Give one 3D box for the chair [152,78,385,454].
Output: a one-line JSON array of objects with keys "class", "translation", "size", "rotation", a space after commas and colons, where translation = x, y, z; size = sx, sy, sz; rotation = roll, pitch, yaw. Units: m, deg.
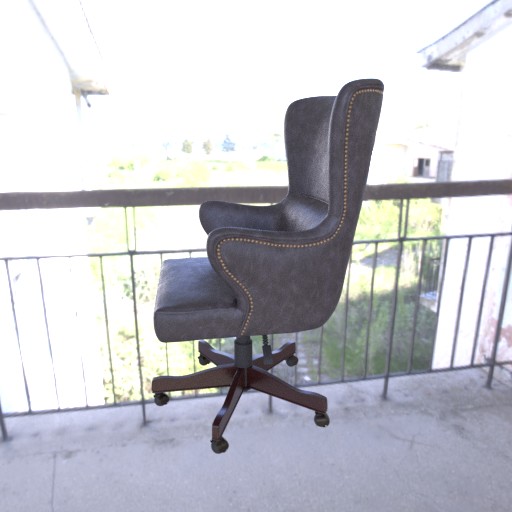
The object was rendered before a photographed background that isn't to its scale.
[{"class": "chair", "translation": [0.000, 0.000, 1.447], "size": [0.717, 1.037, 0.594], "rotation": [-2, 15, -9]}]
